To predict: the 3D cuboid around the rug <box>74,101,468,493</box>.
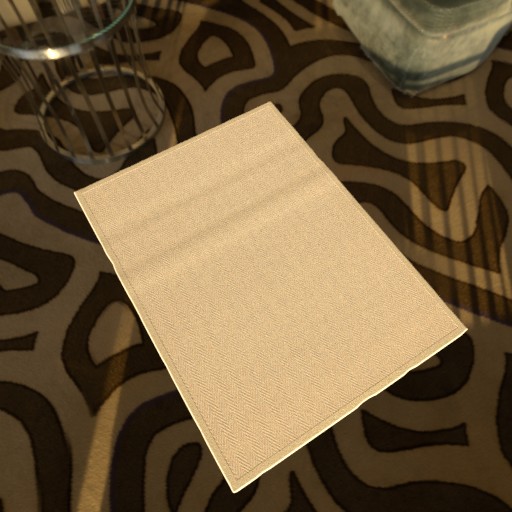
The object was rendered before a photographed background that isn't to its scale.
[{"bbox_3d":[0.000,0.000,4.803,2.734,0.037,3.659,-29,67,-14],"label":"rug"}]
